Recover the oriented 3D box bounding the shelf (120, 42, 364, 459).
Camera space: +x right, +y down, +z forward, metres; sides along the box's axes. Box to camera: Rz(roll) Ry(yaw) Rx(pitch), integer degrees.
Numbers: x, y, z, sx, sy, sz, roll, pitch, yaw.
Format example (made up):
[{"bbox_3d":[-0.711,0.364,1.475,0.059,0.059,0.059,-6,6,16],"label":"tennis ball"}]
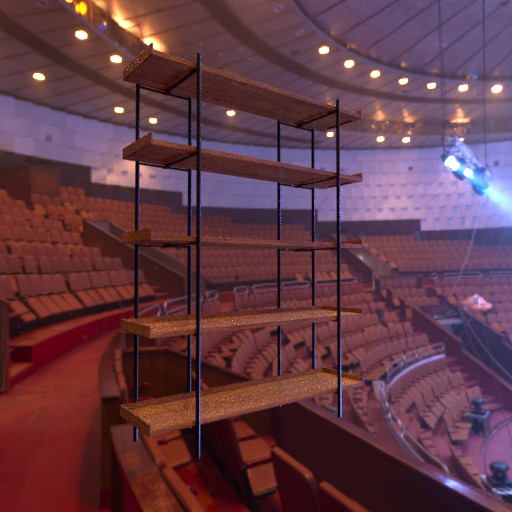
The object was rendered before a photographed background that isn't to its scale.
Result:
[{"bbox_3d":[0.000,0.000,2.418,1.371,1.826,0.379,1,-2,-37],"label":"shelf"}]
